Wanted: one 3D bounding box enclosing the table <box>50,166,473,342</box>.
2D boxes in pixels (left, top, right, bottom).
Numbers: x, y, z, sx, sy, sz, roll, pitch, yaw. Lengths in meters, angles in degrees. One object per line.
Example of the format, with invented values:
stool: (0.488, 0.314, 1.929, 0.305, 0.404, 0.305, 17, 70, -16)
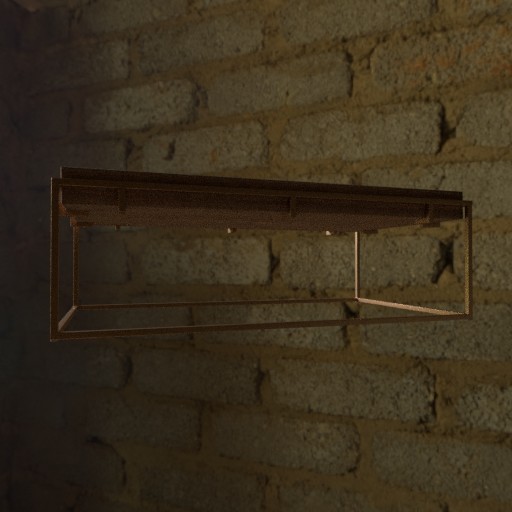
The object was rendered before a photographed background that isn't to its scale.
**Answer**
table: (0.000, 0.000, 1.747, 1.387, 0.468, 0.775, 0, -1, -18)
